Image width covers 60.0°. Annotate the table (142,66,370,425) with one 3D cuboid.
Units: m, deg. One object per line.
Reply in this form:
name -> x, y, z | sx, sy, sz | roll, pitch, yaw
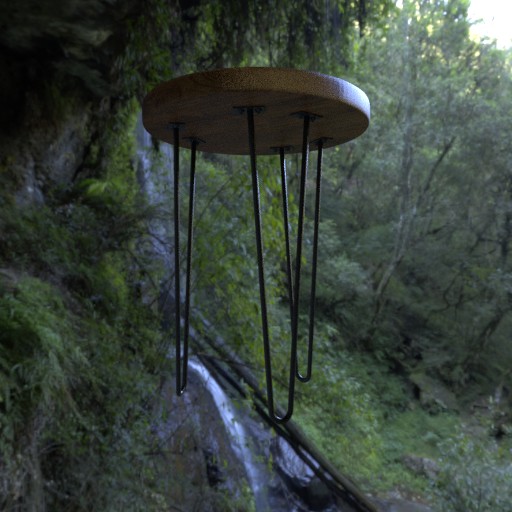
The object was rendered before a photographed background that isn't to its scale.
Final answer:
table -> 0.000, 0.000, 0.804 | 0.400, 0.520, 0.400 | 0, 0, 0
